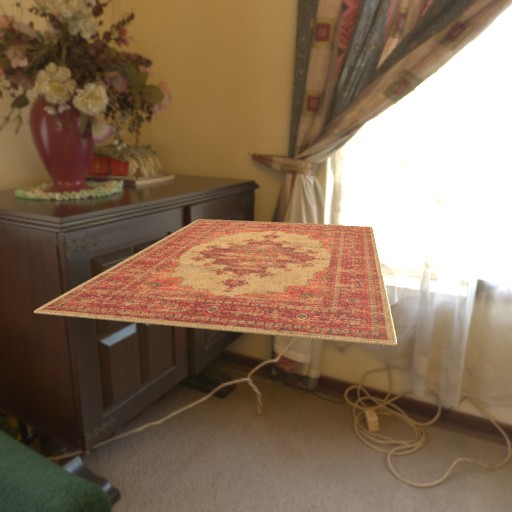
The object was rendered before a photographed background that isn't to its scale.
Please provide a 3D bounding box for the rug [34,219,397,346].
[{"bbox_3d":[0.000,0.000,2.862,1.555,0.011,2.232,3,16,11],"label":"rug"}]
